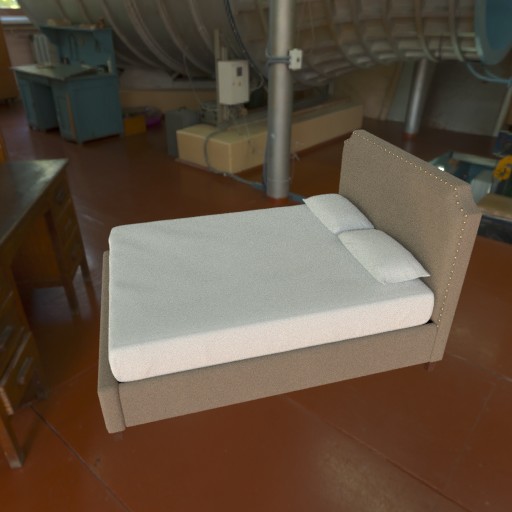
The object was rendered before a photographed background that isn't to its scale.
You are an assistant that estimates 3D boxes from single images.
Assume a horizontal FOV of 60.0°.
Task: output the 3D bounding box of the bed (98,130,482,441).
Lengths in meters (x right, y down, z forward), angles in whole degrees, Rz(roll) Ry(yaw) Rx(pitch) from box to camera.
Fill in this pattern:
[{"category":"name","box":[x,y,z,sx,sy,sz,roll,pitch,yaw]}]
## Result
[{"category":"bed","box":[0.000,0.000,3.351,2.329,1.415,1.703,-8,31,-13]}]
